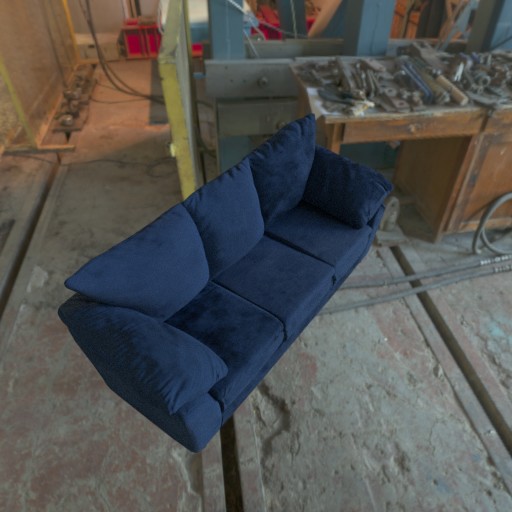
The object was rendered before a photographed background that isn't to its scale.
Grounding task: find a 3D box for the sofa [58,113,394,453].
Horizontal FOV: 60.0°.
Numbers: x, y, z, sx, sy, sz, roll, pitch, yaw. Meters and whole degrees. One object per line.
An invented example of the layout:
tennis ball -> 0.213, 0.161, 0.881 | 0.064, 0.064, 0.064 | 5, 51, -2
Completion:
sofa -> 0.000, 0.000, 2.882 | 0.907, 1.091, 2.390 | 26, 47, 27
